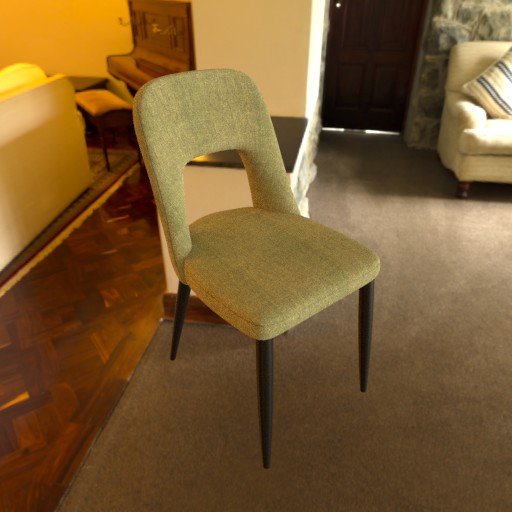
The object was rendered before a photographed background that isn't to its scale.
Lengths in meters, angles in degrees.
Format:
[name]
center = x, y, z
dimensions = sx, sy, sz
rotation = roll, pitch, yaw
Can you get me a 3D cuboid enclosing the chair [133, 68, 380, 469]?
[chair]
center = 0.000, 0.000, 1.282
dimensions = 0.470, 0.931, 0.612
rotation = -24, 39, -33
